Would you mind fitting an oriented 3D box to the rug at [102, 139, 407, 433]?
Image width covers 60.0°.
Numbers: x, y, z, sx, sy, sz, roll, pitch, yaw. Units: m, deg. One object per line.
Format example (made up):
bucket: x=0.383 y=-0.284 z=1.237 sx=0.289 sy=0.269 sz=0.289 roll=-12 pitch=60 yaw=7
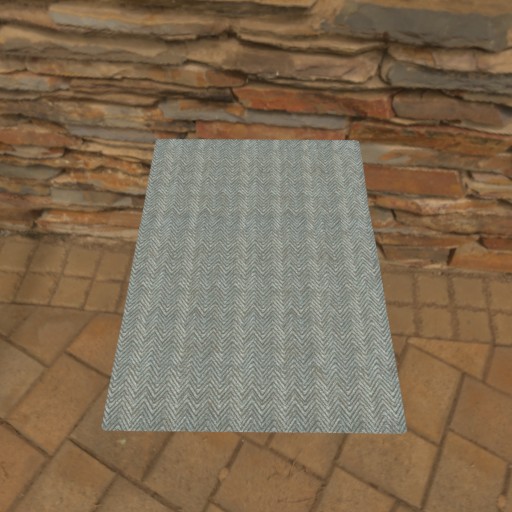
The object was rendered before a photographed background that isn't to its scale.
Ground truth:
rug: x=0.000 y=0.000 z=5.257 sx=2.894 sy=0.011 sz=3.957 roll=0 pitch=57 yaw=0
